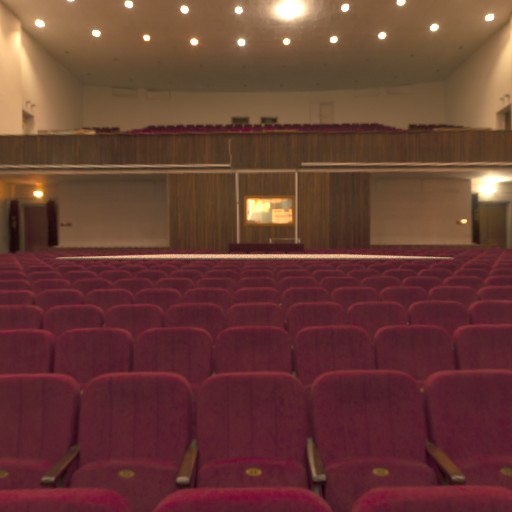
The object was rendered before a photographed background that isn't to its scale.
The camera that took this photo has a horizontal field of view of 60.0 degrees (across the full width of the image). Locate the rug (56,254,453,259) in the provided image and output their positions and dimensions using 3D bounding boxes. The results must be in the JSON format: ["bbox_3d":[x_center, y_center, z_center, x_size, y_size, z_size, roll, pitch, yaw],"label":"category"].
[{"bbox_3d":[0.000,0.000,2.887,1.593,0.008,2.238,0,1,0],"label":"rug"}]
